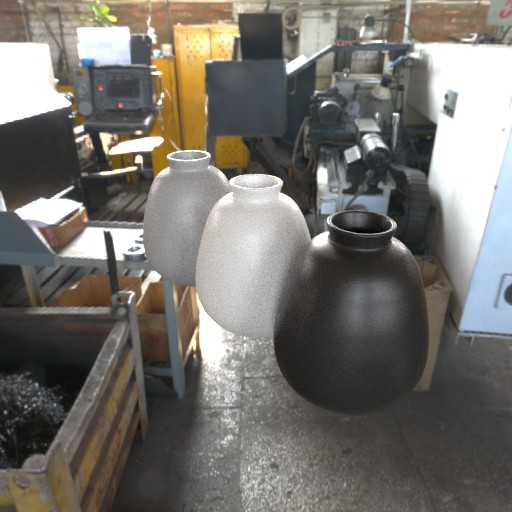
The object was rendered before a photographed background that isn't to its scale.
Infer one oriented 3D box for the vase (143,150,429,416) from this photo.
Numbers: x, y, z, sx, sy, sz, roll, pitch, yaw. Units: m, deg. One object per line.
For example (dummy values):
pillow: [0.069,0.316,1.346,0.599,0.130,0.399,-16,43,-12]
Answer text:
vase: [0.000,0.000,0.351,0.097,0.122,0.297,-18,31,-33]
